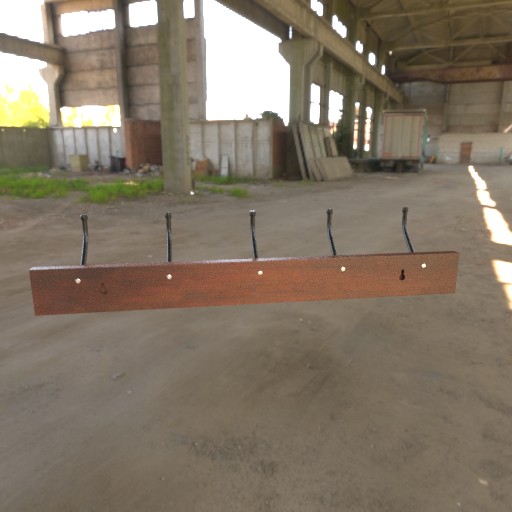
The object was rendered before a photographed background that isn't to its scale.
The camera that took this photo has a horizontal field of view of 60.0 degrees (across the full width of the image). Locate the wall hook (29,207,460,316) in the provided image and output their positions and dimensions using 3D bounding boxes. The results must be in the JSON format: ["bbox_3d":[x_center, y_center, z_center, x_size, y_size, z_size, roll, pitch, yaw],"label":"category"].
[{"bbox_3d":[0.000,0.000,0.617,0.571,0.117,0.071,-2,14,-9],"label":"wall hook"}]
